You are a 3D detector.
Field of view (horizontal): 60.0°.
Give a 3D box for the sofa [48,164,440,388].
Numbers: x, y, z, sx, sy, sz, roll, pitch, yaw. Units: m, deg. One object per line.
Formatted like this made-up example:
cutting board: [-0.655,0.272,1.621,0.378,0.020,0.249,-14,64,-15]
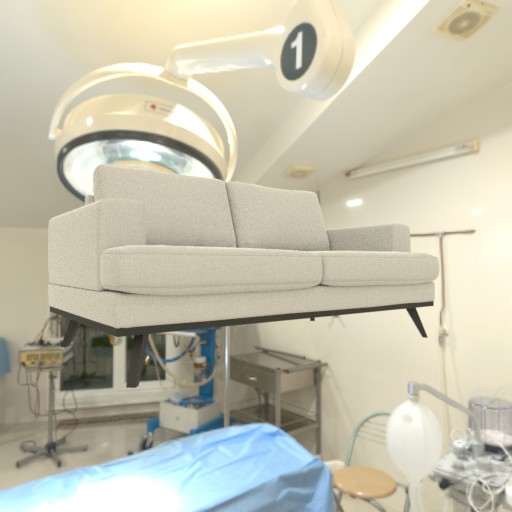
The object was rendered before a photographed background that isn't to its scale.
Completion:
sofa: [0.000,0.000,2.105,1.650,0.810,0.920,1,-1,-37]
